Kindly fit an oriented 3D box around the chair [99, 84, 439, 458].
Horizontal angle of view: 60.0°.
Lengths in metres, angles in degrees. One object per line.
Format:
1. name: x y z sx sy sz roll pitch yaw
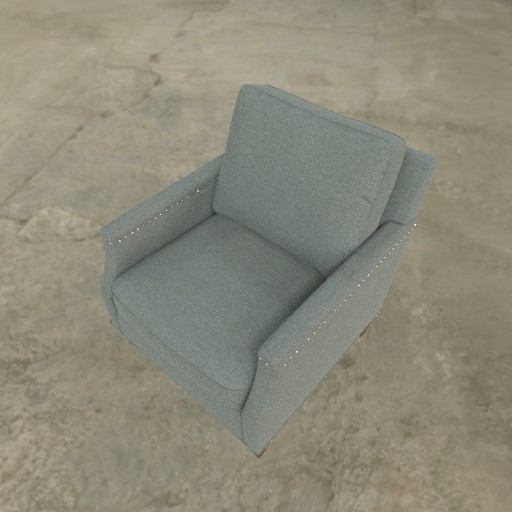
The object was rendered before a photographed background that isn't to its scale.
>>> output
1. chair: 0.000 0.000 1.790 0.885 1.031 1.031 32 54 27
